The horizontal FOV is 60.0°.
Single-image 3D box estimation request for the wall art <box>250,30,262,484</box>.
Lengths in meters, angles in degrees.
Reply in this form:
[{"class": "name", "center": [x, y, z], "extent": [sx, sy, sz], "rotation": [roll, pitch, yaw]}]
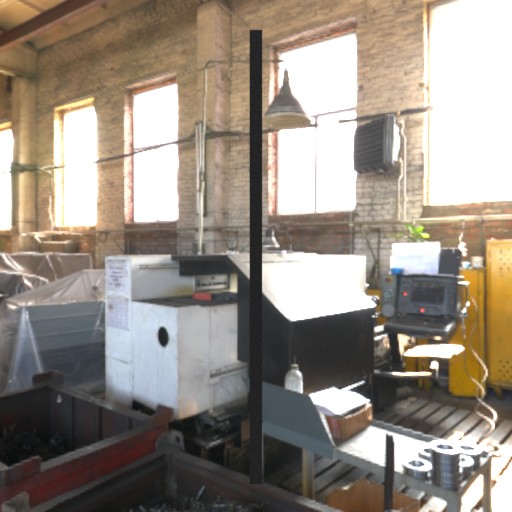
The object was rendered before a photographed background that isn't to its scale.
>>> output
[{"class": "wall art", "center": [0.000, 0.000, 0.674], "extent": [0.013, 0.458, 0.456], "rotation": [0, 1, 0]}]
